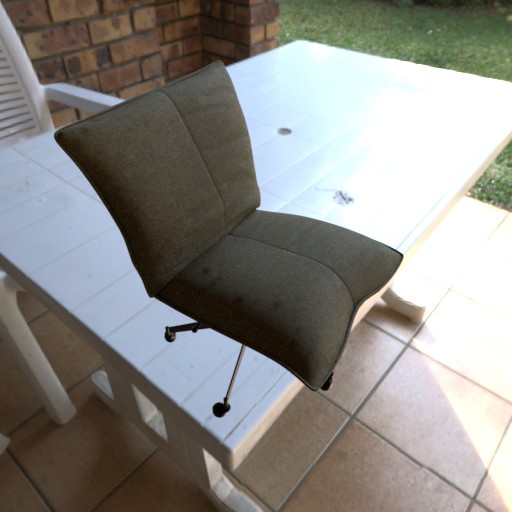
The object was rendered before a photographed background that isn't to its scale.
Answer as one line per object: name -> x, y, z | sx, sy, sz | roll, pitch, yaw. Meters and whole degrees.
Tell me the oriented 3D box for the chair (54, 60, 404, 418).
chair -> 0.000, 0.000, 1.255 | 0.696, 0.811, 0.597 | 24, 46, 26
